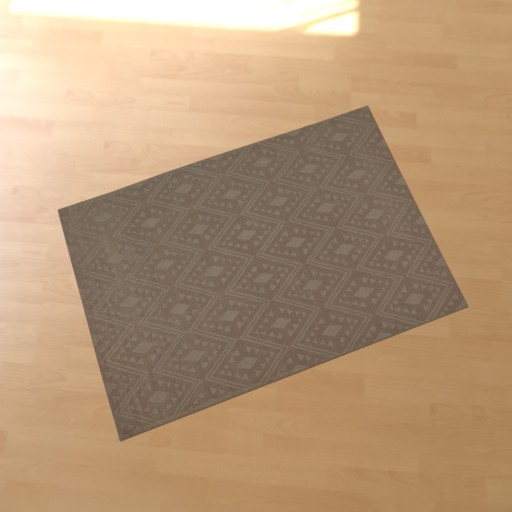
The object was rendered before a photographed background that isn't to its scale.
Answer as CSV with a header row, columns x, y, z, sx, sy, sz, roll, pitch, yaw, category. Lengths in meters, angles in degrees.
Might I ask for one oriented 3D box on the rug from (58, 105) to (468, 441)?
x,y,z,sx,sy,sz,roll,pitch,yaw,category
0.000,0.000,2.317,1.829,0.034,1.252,-20,76,-5,rug
